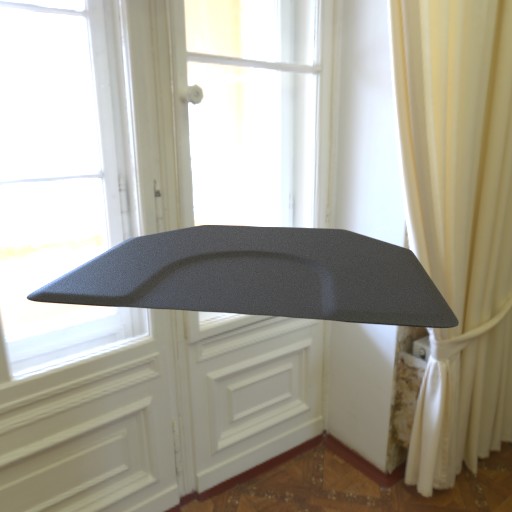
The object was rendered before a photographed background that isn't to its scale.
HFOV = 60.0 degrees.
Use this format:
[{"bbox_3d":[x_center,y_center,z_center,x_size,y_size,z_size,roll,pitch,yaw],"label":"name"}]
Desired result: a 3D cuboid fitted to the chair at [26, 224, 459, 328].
[{"bbox_3d":[0.000,0.000,1.917,1.372,0.024,1.219,3,16,9],"label":"chair"}]
